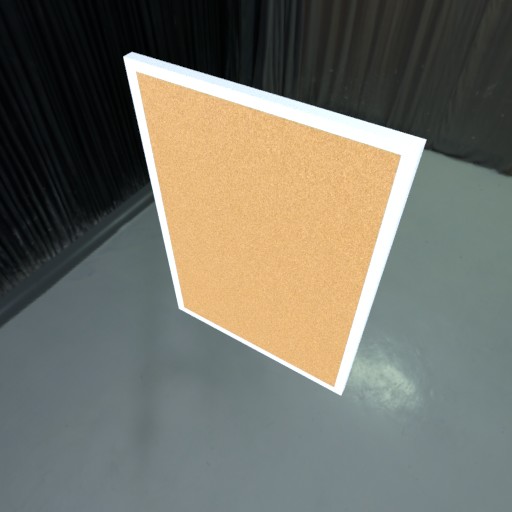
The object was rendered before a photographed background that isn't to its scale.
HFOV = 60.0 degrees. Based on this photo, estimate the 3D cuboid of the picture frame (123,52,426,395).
[{"bbox_3d":[0.000,0.000,0.557,0.305,0.434,0.013,24,52,20],"label":"picture frame"}]
